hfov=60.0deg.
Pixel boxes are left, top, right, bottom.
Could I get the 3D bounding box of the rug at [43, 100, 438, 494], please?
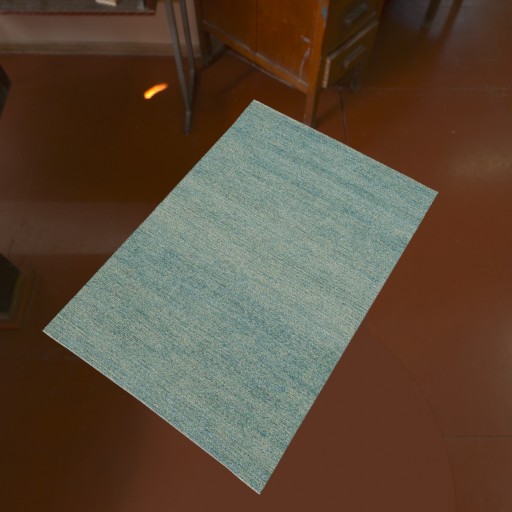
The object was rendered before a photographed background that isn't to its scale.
[{"bbox_3d":[0.000,0.000,2.930,1.593,0.029,2.305,31,68,14],"label":"rug"}]
